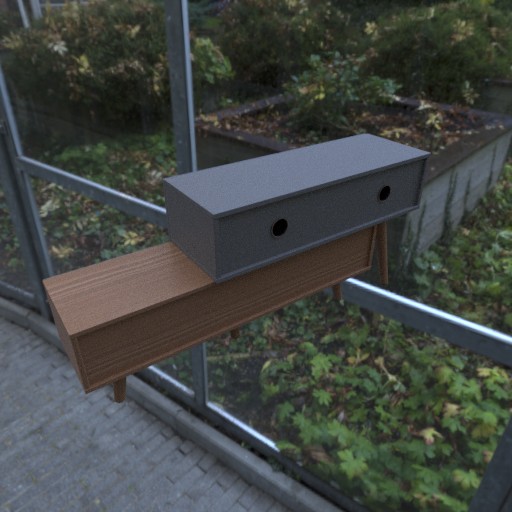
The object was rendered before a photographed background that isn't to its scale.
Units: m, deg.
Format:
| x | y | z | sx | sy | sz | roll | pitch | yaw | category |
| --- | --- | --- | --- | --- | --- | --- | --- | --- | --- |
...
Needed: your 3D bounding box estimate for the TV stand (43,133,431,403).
| x | y | z | sx | sy | sz | roll | pitch | yaw | category |
| --- | --- | --- | --- | --- | --- | --- | --- | --- | --- |
| 0.000 | 0.000 | 1.571 | 1.336 | 0.591 | 0.329 | -20 | 36 | -29 | TV stand |
